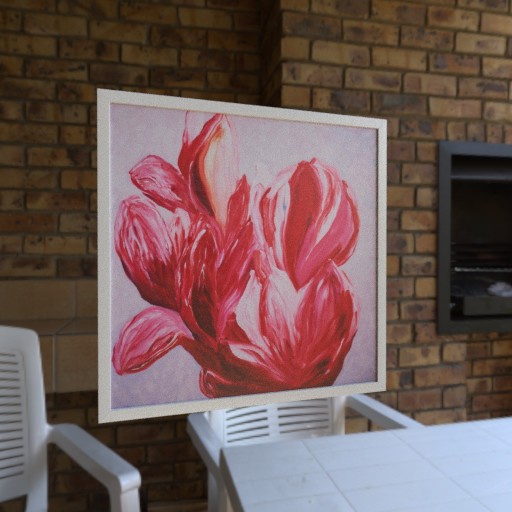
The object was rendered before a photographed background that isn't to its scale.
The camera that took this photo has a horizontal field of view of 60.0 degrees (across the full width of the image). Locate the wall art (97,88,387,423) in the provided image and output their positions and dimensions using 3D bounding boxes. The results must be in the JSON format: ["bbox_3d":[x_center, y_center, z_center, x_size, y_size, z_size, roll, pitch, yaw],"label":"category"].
[{"bbox_3d":[0.000,0.000,1.198,0.805,0.803,0.022,0,1,-18],"label":"wall art"}]
